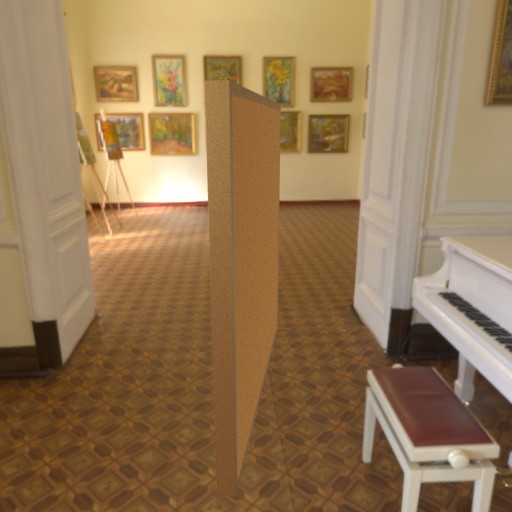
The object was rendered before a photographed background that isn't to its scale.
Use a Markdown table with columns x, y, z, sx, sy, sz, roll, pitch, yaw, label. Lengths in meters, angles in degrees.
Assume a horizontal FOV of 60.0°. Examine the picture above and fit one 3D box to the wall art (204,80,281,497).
| x | y | z | sx | sy | sz | roll | pitch | yaw | label |
| --- | --- | --- | --- | --- | --- | --- | --- | --- | --- |
| 0.000 | 0.000 | 1.125 | 0.038 | 0.762 | 0.762 | 2 | 16 | 8 | wall art |
